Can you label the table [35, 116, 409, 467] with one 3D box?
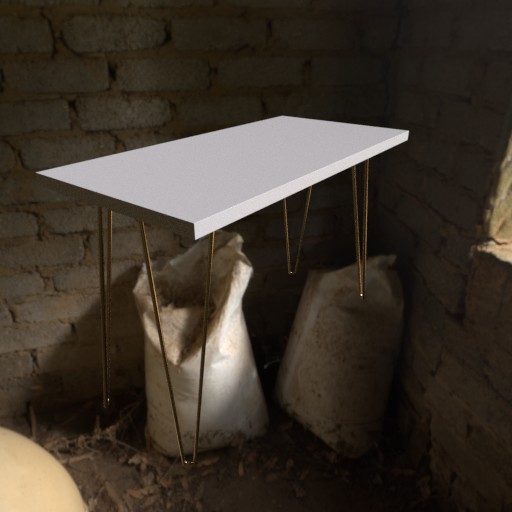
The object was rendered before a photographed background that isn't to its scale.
[{"bbox_3d":[0.000,0.000,1.361,0.498,0.660,0.991,19,32,33],"label":"table"}]
